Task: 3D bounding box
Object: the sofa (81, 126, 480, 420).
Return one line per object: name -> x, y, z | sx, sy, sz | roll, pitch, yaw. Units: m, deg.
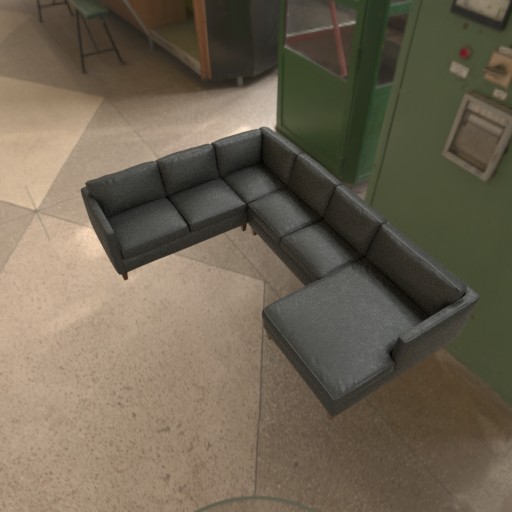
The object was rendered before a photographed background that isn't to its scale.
sofa -> 0.000, 0.000, 4.628 | 2.593, 0.923, 3.460 | -24, 50, -22
